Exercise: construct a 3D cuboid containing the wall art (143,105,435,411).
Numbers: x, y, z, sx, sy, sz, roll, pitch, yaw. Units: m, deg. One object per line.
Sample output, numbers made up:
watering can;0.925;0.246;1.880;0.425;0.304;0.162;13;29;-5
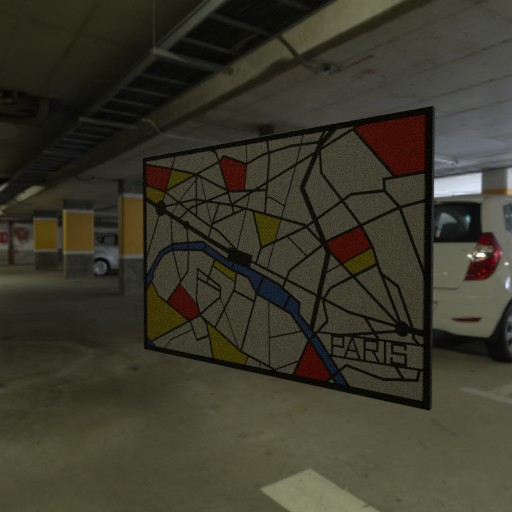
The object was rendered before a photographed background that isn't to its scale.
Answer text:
wall art;0.000;0.000;0.869;0.664;0.458;0.013;1;2;37
